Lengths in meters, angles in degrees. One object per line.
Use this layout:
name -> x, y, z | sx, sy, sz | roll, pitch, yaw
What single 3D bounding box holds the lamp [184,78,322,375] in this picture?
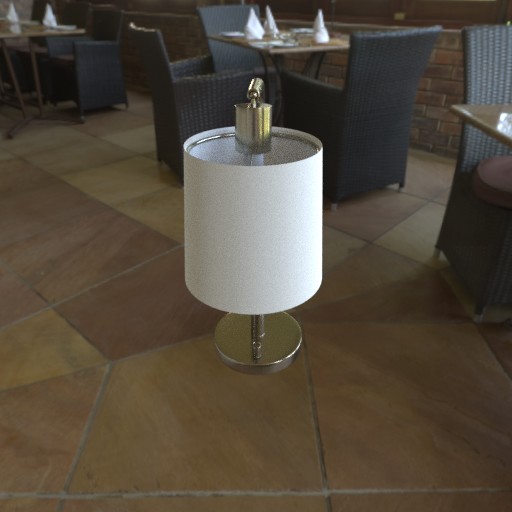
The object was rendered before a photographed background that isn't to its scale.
lamp -> 0.000, 0.000, 0.641 | 0.171, 0.489, 0.333 | 1, 31, 2
